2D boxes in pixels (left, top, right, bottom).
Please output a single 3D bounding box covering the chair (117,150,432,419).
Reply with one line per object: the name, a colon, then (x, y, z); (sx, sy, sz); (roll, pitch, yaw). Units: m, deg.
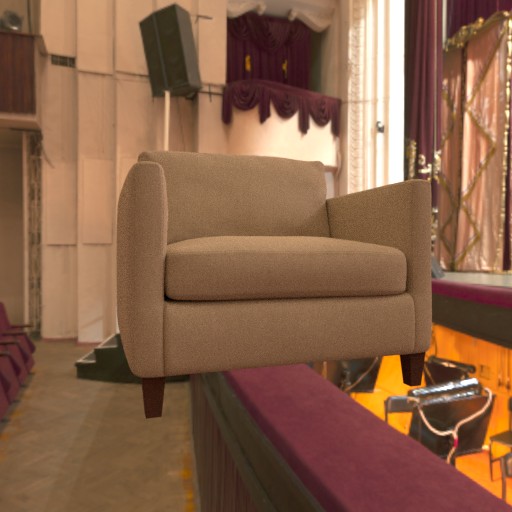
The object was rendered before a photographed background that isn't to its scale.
chair: (0.000, 0.000, 1.878); (1.107, 0.961, 0.959); (0, 1, -19)
